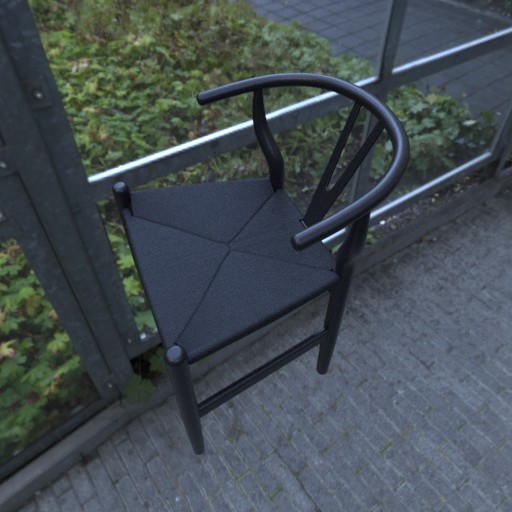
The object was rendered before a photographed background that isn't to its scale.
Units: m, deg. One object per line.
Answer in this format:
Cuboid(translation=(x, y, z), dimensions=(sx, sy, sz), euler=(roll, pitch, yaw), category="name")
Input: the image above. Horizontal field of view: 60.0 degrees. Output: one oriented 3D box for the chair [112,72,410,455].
Cuboid(translation=(0.000, 0.000, 1.119), dimensions=(0.579, 0.730, 0.569), euler=(-17, 49, -15), category="chair")
